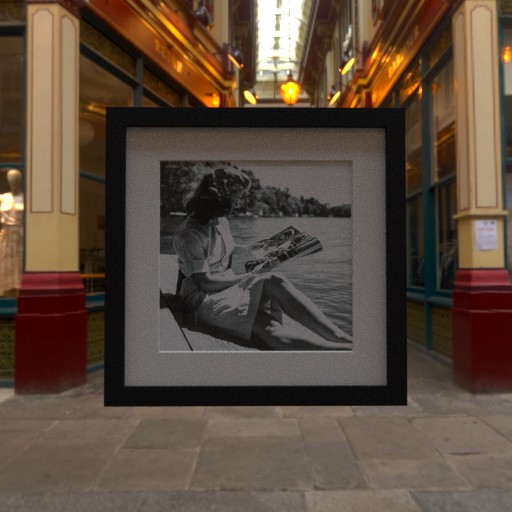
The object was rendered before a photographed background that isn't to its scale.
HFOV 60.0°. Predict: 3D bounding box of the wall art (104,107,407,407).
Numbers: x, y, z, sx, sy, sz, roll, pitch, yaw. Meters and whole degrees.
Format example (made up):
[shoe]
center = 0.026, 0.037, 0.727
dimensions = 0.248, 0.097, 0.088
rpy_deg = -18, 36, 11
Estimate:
[wall art]
center = 0.000, 0.000, 0.694
dimensions = 0.462, 0.458, 0.030
rpy_deg = 0, -1, -1
